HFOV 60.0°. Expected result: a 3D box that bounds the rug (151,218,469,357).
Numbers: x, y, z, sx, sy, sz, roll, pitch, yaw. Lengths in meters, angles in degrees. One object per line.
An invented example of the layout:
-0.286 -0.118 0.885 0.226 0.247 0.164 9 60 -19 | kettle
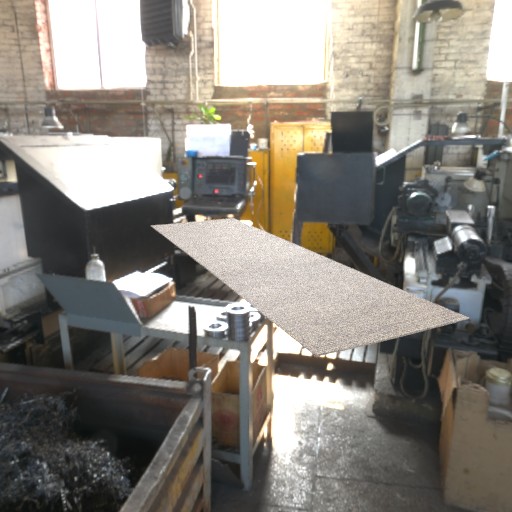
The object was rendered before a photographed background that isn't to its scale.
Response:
0.000 0.000 2.559 0.697 0.013 2.335 -7 17 -25 | rug
